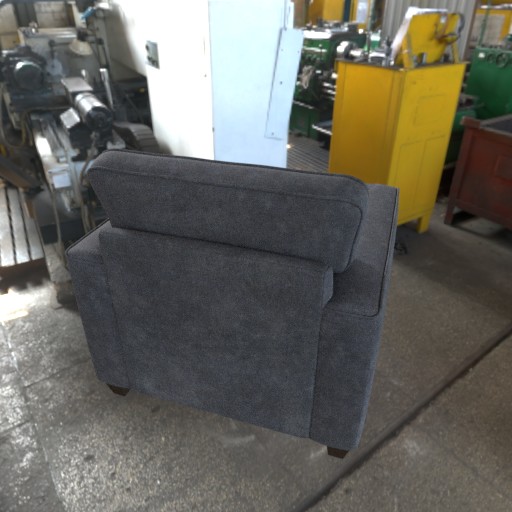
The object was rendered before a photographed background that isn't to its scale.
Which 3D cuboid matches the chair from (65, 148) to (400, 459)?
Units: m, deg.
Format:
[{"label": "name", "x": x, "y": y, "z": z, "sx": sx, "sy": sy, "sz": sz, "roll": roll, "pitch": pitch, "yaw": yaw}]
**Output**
[{"label": "chair", "x": 0.000, "y": 0.000, "z": 1.731, "sx": 1.015, "sy": 0.965, "sz": 0.939, "roll": 10, "pitch": 33, "yaw": 16}]
